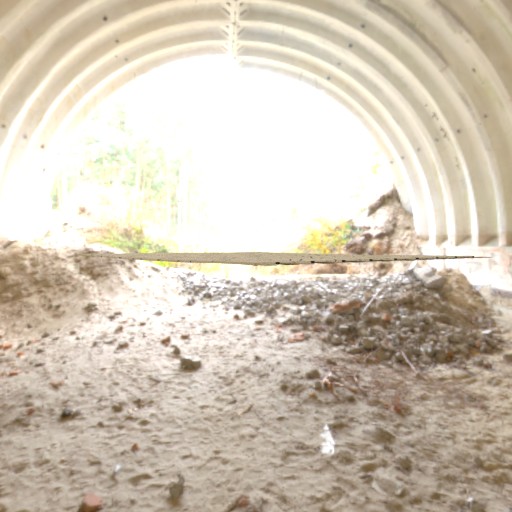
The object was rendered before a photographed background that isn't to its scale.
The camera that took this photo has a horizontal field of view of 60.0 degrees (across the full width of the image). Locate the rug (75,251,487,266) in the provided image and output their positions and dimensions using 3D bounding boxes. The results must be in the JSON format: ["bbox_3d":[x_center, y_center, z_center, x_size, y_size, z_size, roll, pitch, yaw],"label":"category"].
[{"bbox_3d":[0.000,0.000,4.132,2.342,0.026,3.221,-1,2,-38],"label":"rug"}]
